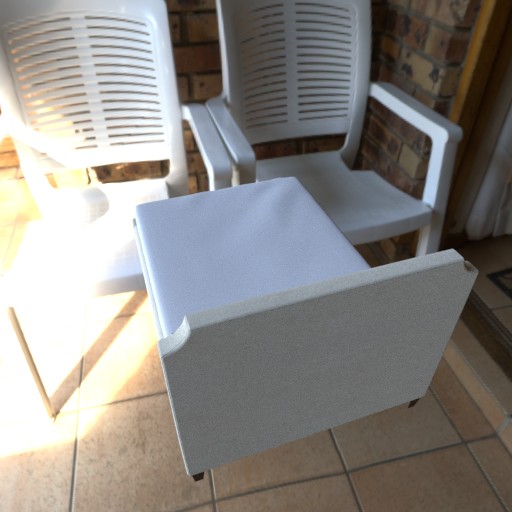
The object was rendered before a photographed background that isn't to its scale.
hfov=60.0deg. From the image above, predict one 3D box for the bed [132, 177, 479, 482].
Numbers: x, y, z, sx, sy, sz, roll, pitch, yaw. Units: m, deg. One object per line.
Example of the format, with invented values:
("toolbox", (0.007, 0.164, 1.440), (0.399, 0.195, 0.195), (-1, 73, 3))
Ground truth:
("bed", (0.000, 0.000, 3.395), (1.713, 1.457, 2.381), (-13, 42, -15))
